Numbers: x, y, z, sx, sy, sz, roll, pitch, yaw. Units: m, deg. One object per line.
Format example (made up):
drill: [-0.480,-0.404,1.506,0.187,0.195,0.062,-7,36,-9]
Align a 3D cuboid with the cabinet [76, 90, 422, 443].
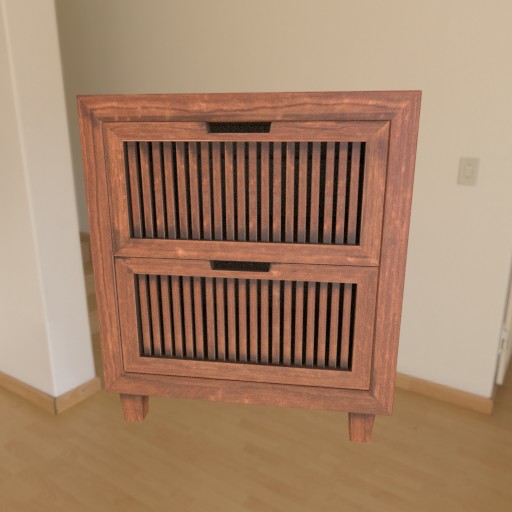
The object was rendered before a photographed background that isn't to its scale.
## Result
cabinet: [0.000,0.000,1.051,0.607,0.695,0.410,2,15,8]
